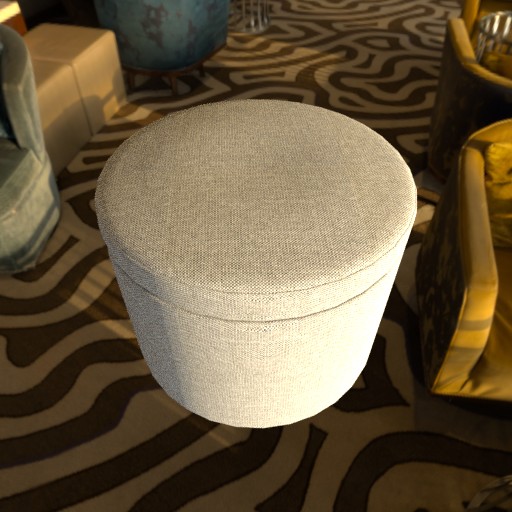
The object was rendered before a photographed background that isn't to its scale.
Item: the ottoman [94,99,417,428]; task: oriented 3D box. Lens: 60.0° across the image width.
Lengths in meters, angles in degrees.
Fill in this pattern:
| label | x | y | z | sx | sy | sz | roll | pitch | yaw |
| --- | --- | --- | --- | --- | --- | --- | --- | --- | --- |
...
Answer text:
| label | x | y | z | sx | sy | sz | roll | pitch | yaw |
| --- | --- | --- | --- | --- | --- | --- | --- | --- | --- |
| ottoman | 0.000 | 0.000 | 0.835 | 0.500 | 0.419 | 0.500 | 0 | 46 | 0 |
